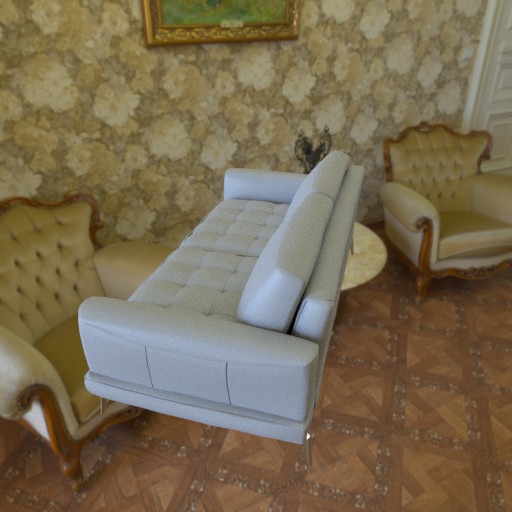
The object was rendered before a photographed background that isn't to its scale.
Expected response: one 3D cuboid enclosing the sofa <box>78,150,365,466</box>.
[{"bbox_3d":[0.000,0.000,2.735,1.121,0.930,2.177,8,30,14],"label":"sofa"}]
